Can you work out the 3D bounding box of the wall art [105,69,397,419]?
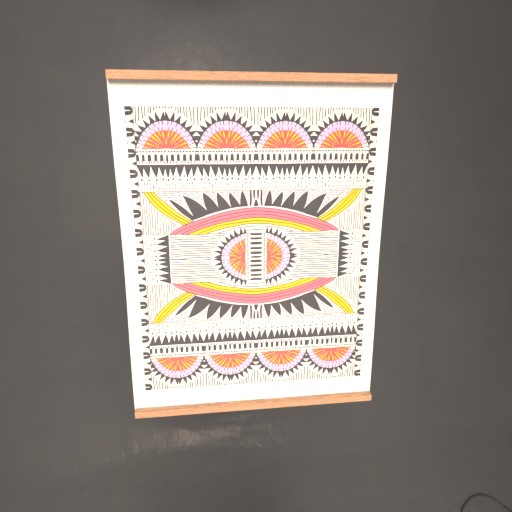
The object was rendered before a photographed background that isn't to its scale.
[{"bbox_3d":[0.000,0.000,0.687,0.403,0.527,0.028,-2,16,-7],"label":"wall art"}]
